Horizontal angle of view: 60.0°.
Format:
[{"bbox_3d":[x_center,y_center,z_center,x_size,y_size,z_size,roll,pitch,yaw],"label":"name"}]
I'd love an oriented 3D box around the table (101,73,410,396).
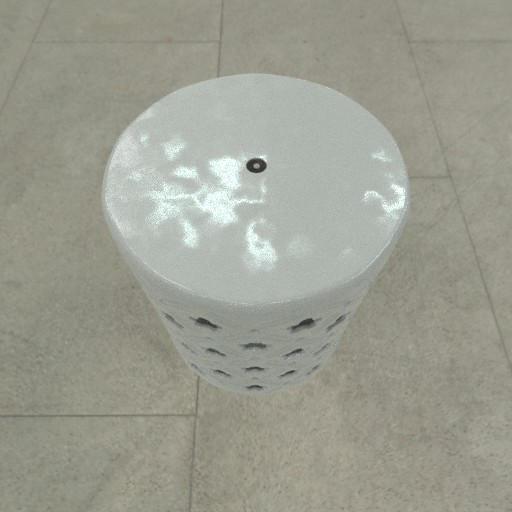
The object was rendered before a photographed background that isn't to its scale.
[{"bbox_3d":[0.000,0.000,0.664,0.352,0.387,0.352,0,58,0],"label":"table"}]
